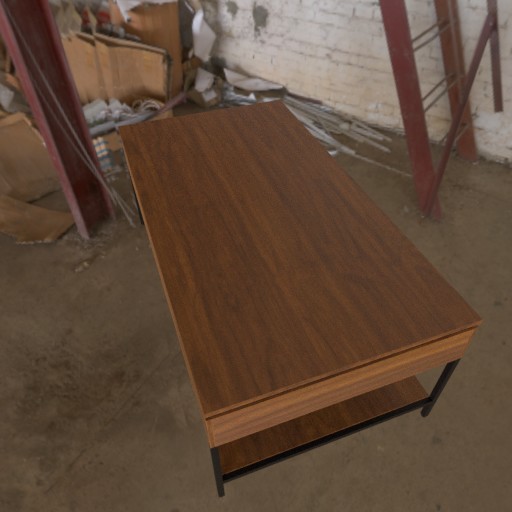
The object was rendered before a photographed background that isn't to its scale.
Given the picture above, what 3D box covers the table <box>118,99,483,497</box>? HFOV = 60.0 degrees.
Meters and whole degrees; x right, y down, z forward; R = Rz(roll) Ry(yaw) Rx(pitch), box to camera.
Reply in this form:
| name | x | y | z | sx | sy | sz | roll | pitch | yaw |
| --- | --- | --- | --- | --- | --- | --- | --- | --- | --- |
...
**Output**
| name | x | y | z | sx | sy | sz | roll | pitch | yaw |
| --- | --- | --- | --- | --- | --- | --- | --- | --- | --- |
| table | 0.000 | 0.000 | 1.310 | 0.574 | 0.414 | 1.057 | -14 | 46 | -14 |
